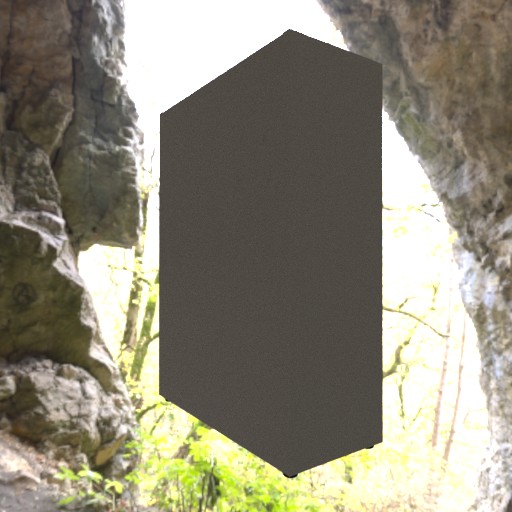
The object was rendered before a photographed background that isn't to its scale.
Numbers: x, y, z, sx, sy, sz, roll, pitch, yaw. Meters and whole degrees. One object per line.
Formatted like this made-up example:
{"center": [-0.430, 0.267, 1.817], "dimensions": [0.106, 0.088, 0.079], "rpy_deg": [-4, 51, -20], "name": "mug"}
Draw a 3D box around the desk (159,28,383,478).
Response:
{"center": [0.000, 0.000, 1.616], "dimensions": [0.390, 1.190, 0.850], "rpy_deg": [0, 0, -35], "name": "desk"}
